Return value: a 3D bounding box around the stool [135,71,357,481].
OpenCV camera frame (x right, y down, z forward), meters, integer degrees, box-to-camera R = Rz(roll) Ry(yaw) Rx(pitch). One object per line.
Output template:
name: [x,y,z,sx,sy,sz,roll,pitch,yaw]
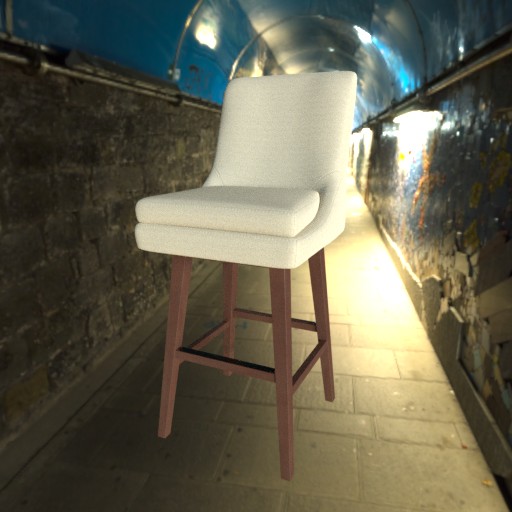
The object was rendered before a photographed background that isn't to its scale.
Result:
stool: [0.000,0.000,1.354,0.483,1.093,0.559,7,16,25]
